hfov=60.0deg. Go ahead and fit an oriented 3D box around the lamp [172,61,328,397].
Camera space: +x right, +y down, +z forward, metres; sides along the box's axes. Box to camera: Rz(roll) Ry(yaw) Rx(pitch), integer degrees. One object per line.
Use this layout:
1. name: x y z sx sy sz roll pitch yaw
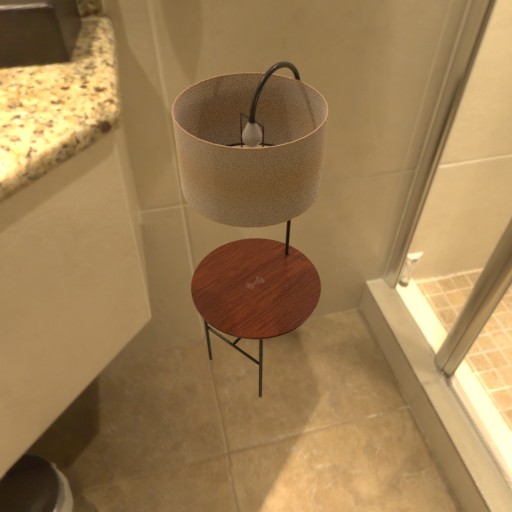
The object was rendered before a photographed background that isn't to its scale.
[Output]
1. lamp: 0.000 0.000 1.838 0.573 1.517 0.573 0 46 0
